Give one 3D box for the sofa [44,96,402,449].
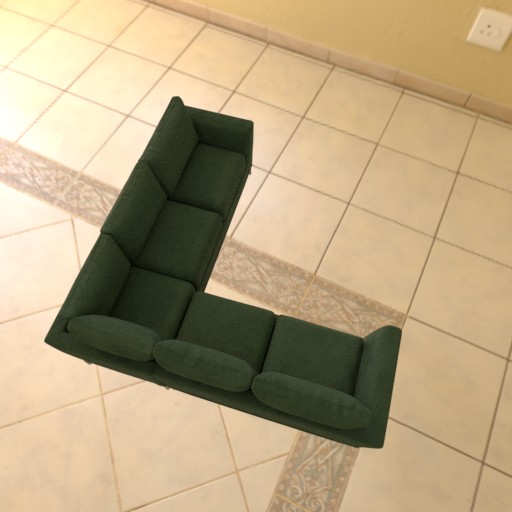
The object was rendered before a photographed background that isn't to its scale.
[{"bbox_3d":[0.000,0.000,3.763,2.468,1.004,2.452,15,64,7],"label":"sofa"}]
